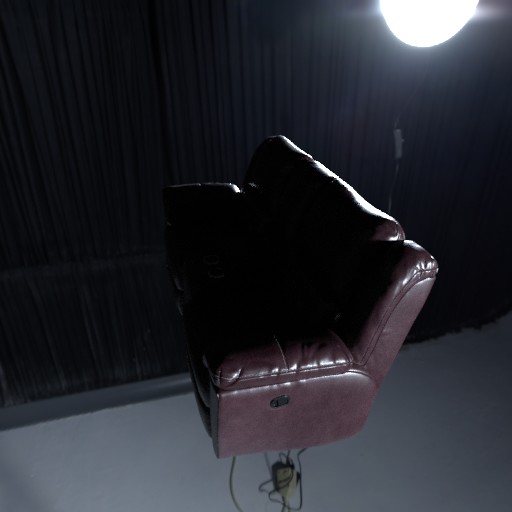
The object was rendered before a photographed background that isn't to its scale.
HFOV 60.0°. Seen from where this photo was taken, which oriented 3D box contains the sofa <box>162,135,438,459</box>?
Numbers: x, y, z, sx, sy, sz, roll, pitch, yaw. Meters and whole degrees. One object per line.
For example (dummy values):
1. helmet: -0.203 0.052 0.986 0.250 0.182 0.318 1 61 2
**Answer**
1. sofa: 0.000 0.000 2.645 0.991 1.043 2.058 -8 31 -14
